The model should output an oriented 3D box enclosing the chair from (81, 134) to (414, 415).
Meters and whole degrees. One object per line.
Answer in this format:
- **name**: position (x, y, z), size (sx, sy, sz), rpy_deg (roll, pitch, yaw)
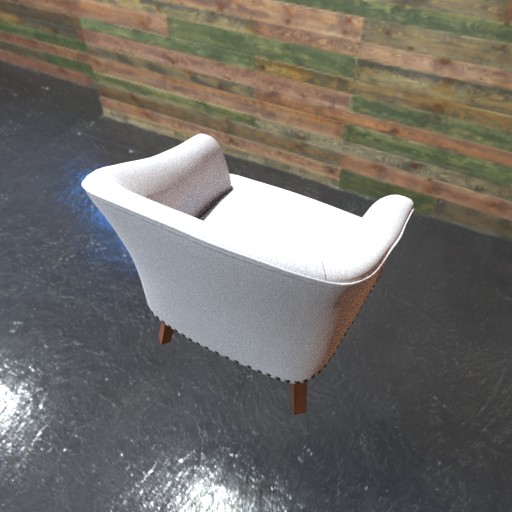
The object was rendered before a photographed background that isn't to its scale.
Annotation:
- **chair**: position (0.000, 0.000, 1.416), size (0.798, 0.815, 0.704), rpy_deg (22, 50, 20)
